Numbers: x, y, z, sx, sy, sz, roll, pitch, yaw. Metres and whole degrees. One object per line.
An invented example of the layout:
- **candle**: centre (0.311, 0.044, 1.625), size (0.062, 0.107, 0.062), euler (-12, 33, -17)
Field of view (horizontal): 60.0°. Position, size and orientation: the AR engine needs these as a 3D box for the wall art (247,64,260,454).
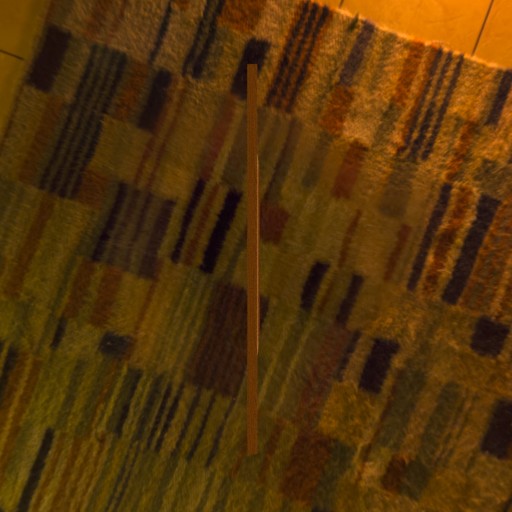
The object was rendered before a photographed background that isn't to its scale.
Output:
- **wall art**: centre (0.000, 0.000, 1.909), size (0.025, 1.521, 1.011), euler (0, 91, 1)
